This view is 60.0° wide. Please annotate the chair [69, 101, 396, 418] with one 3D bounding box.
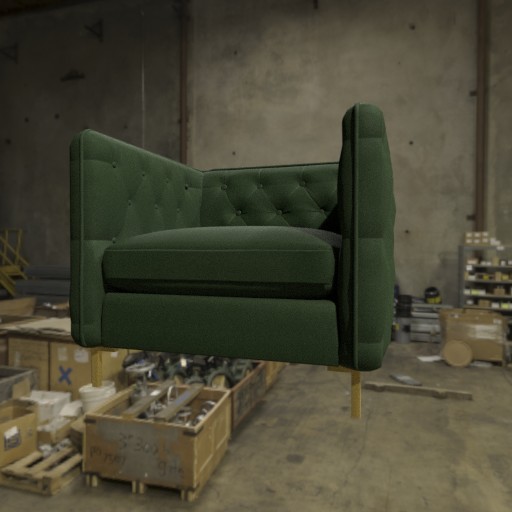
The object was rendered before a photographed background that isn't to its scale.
[{"bbox_3d":[0.000,0.000,1.538,0.917,0.768,0.855,0,1,18],"label":"chair"}]
